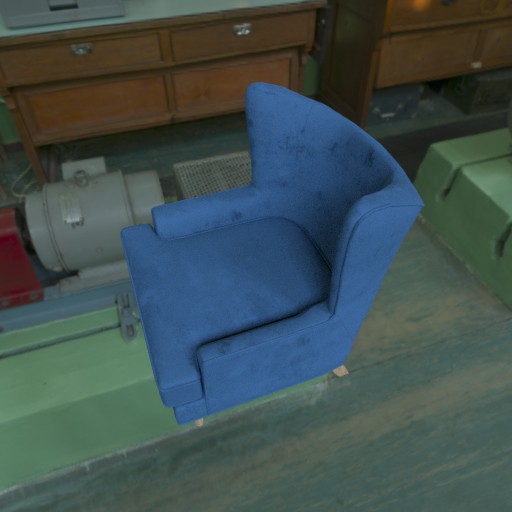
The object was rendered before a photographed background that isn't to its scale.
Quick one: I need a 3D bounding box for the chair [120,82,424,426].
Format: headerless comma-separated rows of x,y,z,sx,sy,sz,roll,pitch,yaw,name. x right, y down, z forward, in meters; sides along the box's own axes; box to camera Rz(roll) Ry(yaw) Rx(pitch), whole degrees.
0.000,0.000,1.639,0.910,0.952,0.793,-15,47,-14,chair
